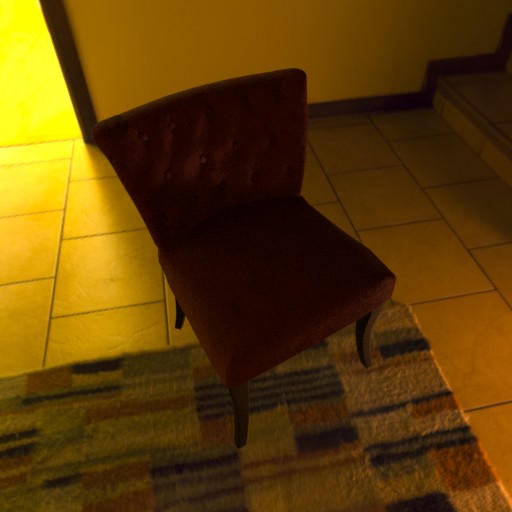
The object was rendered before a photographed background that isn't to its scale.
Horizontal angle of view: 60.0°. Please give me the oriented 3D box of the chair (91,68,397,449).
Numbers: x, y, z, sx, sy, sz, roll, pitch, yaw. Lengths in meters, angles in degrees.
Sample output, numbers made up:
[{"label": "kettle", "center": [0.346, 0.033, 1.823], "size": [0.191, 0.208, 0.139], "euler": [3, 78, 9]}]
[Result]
[{"label": "chair", "center": [0.000, 0.000, 1.216], "size": [0.582, 0.750, 0.605], "euler": [-24, 51, -21]}]
